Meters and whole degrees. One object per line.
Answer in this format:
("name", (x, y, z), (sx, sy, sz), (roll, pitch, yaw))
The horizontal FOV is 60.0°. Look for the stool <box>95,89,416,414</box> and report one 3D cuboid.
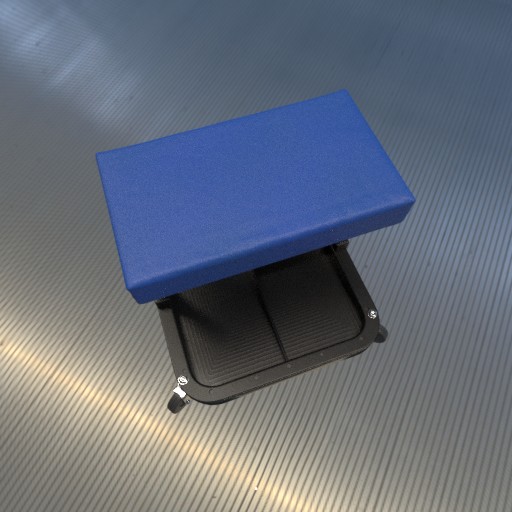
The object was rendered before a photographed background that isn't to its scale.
("stool", (0.000, 0.000, 0.727), (0.446, 0.380, 0.371), (-17, 64, -9))
